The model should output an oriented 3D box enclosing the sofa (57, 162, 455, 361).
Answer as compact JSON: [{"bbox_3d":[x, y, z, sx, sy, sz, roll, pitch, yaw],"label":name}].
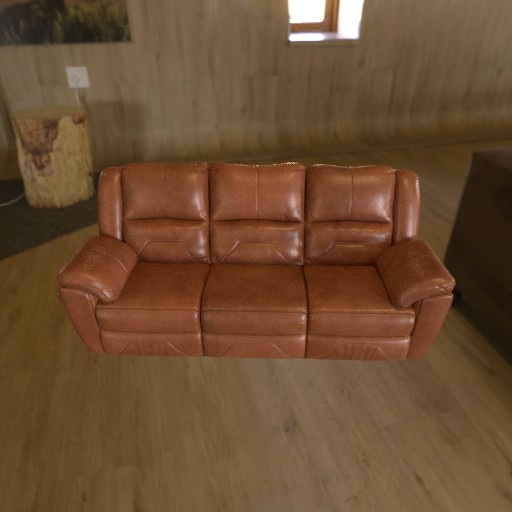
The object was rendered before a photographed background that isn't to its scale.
[{"bbox_3d":[0.000,0.000,2.982,2.337,1.043,0.991,1,31,1],"label":"sofa"}]
